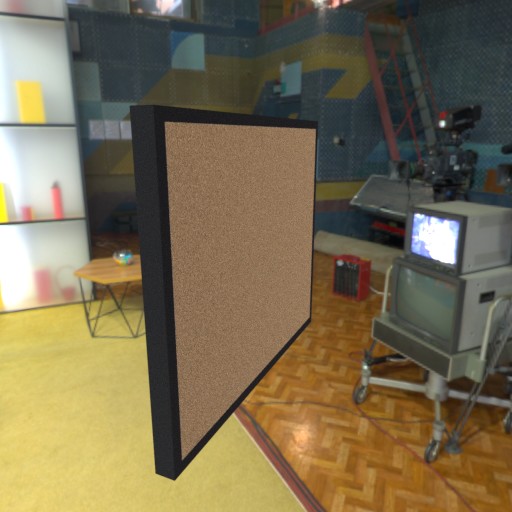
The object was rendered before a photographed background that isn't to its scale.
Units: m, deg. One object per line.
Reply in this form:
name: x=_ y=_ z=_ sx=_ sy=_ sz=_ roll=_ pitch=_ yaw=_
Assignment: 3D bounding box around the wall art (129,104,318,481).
wall art: x=0.000 y=0.000 z=0.753 sx=0.030 sy=0.454 sz=0.554 roll=7 pitch=17 yaw=24
